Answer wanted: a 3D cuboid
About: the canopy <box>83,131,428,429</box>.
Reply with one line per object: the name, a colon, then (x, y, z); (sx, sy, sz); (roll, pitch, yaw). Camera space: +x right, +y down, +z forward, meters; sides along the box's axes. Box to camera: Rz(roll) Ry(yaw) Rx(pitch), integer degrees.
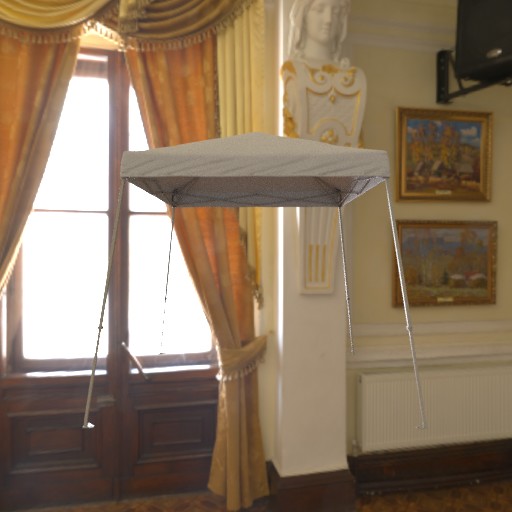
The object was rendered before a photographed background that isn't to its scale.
canopy: (0.000, 0.000, 6.419); (3.600, 3.600, 3.599); (0, 0, 0)
